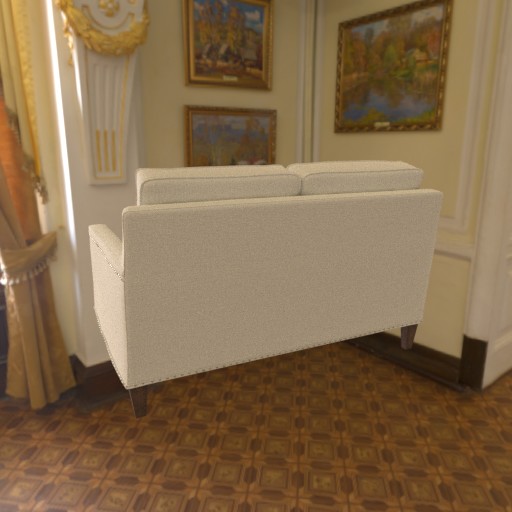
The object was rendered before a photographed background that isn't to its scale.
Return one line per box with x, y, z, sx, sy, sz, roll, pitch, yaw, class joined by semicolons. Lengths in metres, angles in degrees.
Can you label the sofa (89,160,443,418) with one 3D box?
0.000;0.000;2.358;1.597;1.003;1.084;-7;16;-25;sofa
